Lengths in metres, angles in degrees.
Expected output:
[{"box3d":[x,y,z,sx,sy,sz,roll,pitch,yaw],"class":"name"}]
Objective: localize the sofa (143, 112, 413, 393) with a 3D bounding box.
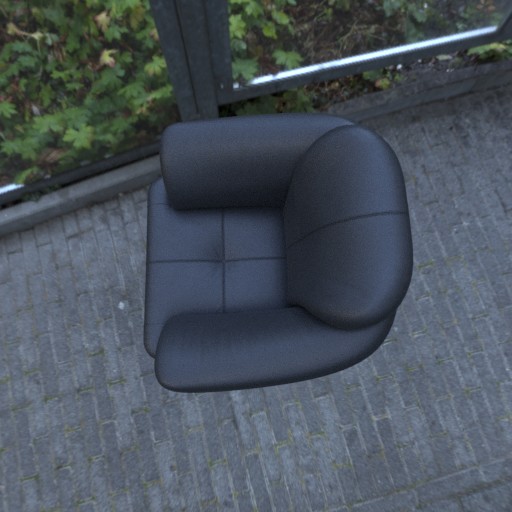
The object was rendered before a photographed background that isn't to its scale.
[{"box3d":[0.000,0.000,1.515,0.794,0.811,0.870,-2,76,0],"class":"sofa"}]
